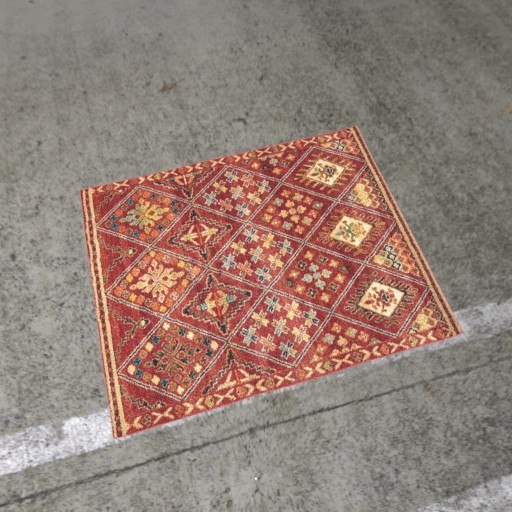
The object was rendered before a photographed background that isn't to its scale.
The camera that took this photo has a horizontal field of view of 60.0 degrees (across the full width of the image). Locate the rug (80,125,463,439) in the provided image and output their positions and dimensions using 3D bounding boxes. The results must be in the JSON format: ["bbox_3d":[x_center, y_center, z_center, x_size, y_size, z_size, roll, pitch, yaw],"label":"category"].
[{"bbox_3d":[0.000,0.000,4.229,3.086,0.030,2.489,-15,64,-7],"label":"rug"}]
